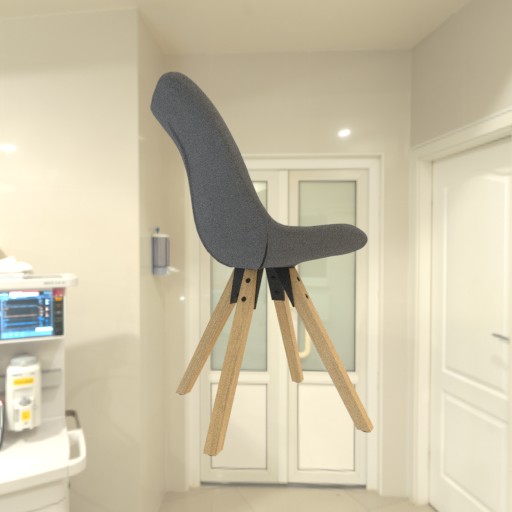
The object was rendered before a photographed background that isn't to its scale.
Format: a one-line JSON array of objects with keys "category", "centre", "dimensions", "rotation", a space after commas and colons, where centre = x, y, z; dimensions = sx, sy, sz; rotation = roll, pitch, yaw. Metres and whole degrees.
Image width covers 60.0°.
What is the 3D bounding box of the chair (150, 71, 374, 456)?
[{"category": "chair", "centre": [0.000, 0.000, 1.208], "dimensions": [0.550, 0.850, 0.485], "rotation": [0, 1, -18]}]
